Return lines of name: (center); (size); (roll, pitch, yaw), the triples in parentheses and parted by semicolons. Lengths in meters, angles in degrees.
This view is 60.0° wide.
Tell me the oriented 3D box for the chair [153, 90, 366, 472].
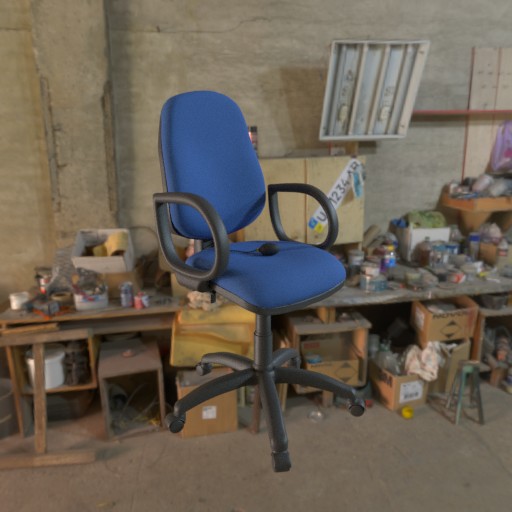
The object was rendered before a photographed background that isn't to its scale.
chair: (0.000, 0.000, 1.223); (0.549, 0.905, 0.552); (13, 19, 43)
